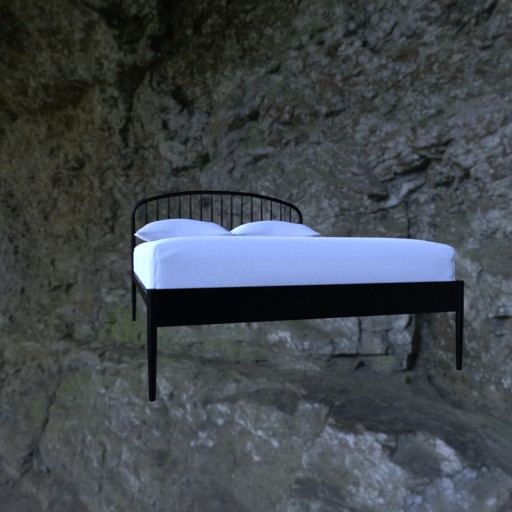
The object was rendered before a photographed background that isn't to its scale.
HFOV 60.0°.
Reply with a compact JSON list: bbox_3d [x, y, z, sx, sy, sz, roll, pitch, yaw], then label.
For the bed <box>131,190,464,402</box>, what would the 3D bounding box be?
[{"bbox_3d":[0.000,0.000,3.091,1.618,1.166,2.159,0,1,-17],"label":"bed"}]
